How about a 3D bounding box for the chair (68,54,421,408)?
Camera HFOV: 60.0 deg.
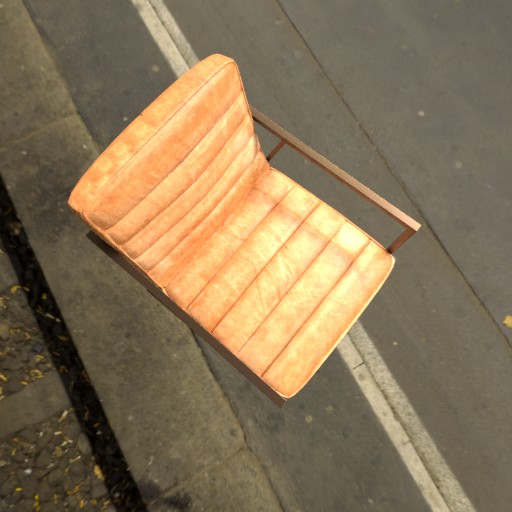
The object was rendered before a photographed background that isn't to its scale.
[{"bbox_3d":[0.000,0.000,1.300,0.677,0.832,0.571,39,78,10],"label":"chair"}]
